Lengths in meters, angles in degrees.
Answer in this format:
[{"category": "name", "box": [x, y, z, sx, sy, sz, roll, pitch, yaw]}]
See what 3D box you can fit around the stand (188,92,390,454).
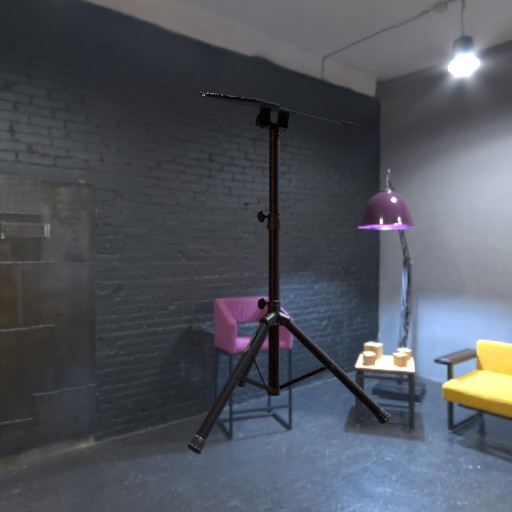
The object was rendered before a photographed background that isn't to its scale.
[{"category": "stand", "box": [0.000, 0.000, 1.643, 0.702, 1.198, 0.702, -1, 1, -37]}]
